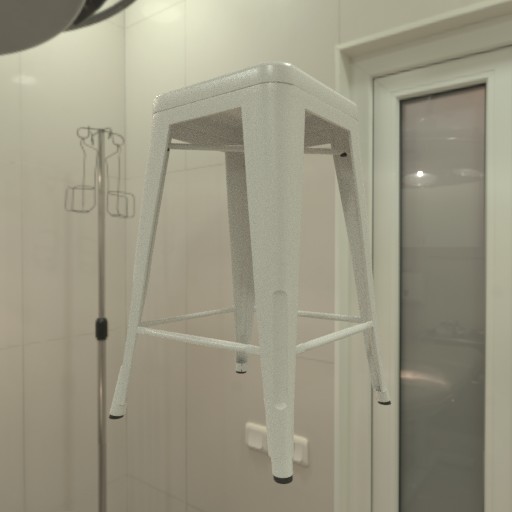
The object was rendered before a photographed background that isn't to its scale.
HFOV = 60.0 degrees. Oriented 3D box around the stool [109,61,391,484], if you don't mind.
[{"bbox_3d":[0.000,0.000,0.875,0.406,0.610,0.406,1,1,37],"label":"stool"}]
